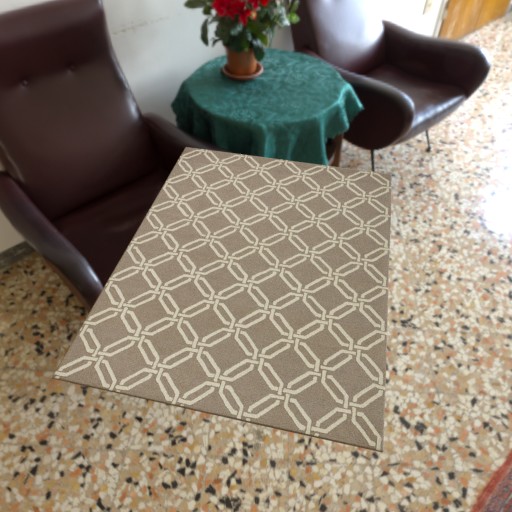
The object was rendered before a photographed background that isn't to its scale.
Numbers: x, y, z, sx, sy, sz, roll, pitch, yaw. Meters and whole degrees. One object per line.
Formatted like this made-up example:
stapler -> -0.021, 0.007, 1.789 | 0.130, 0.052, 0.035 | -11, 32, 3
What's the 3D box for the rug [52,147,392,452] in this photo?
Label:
rug -> 0.000, 0.000, 3.890 | 2.288, 0.018, 2.895 | 9, 48, 9
